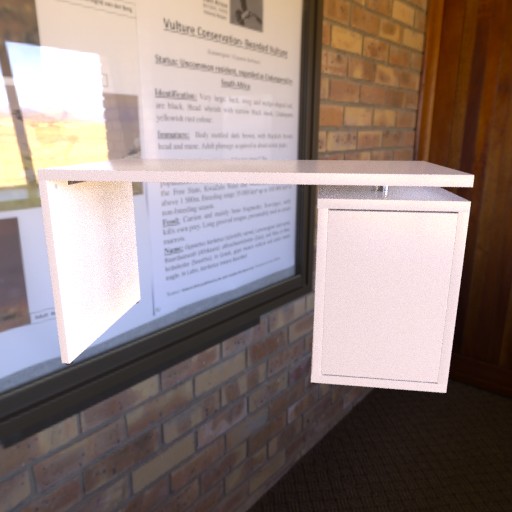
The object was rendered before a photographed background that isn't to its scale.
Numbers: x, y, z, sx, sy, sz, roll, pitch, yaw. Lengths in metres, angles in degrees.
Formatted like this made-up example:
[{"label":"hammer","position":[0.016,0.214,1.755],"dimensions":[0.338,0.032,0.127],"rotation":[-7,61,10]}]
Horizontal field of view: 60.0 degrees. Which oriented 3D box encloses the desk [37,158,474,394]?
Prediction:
[{"label":"desk","position":[0.000,0.000,1.830],"dimensions":[1.400,0.740,0.690],"rotation":[2,16,8]}]
